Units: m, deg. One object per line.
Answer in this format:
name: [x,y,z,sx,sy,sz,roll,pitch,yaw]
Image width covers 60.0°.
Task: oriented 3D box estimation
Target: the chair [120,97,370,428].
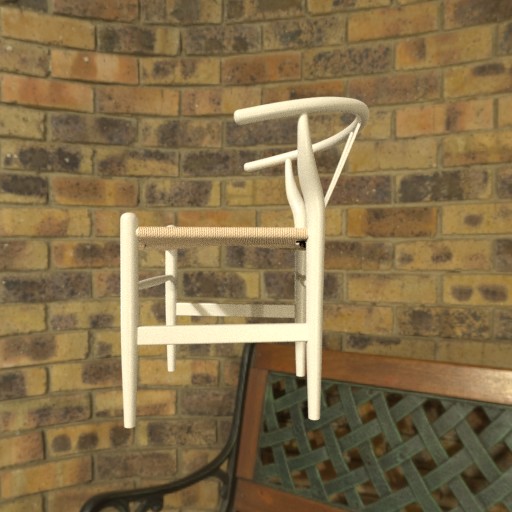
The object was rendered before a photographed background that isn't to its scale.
chair: [0.000,0.000,1.174,0.579,0.730,0.569,0,1,1]
